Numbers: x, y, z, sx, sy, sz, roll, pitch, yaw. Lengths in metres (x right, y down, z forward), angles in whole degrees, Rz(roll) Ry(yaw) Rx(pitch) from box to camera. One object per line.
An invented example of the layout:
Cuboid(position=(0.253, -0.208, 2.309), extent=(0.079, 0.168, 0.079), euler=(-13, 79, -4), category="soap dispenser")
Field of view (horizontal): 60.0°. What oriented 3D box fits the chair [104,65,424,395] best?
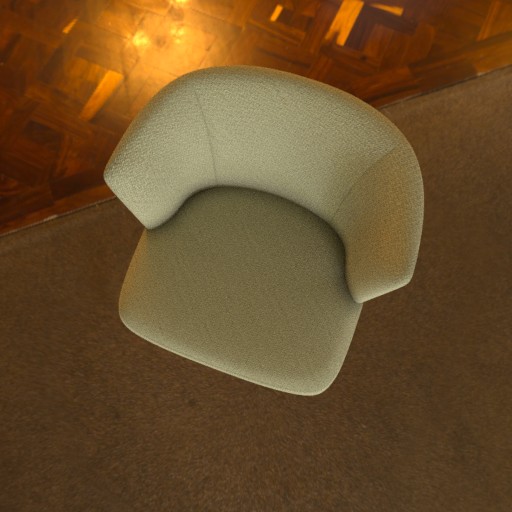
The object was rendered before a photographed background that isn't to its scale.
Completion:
Cuboid(position=(0.000, 0.000, 1.262), extent=(0.700, 0.760, 0.660), euler=(19, 75, 5), category="chair")
